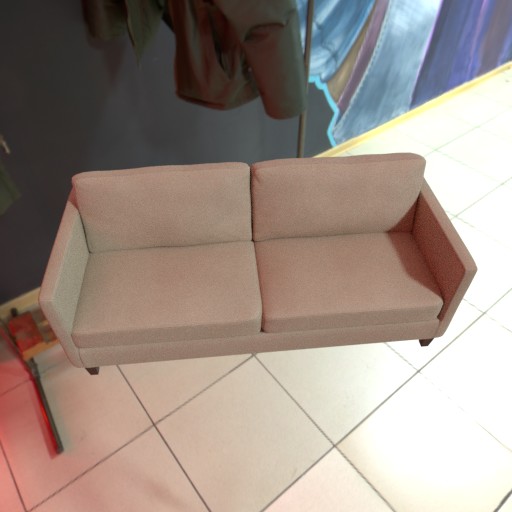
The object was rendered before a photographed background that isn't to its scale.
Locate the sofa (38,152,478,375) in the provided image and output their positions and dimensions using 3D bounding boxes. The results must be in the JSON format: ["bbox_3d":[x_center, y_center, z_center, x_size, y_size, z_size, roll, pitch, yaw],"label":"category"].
[{"bbox_3d":[0.000,0.000,2.631,2.181,0.932,0.948,-4,46,-4],"label":"sofa"}]
